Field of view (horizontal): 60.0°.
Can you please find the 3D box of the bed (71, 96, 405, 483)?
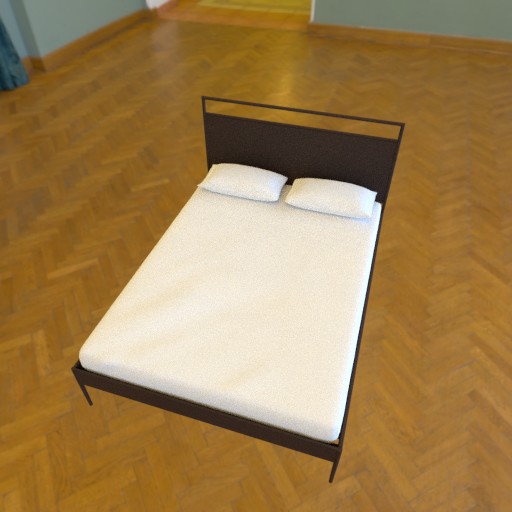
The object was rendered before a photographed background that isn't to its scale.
[{"bbox_3d":[0.000,0.000,3.001,1.572,1.173,2.122,12,44,13],"label":"bed"}]
